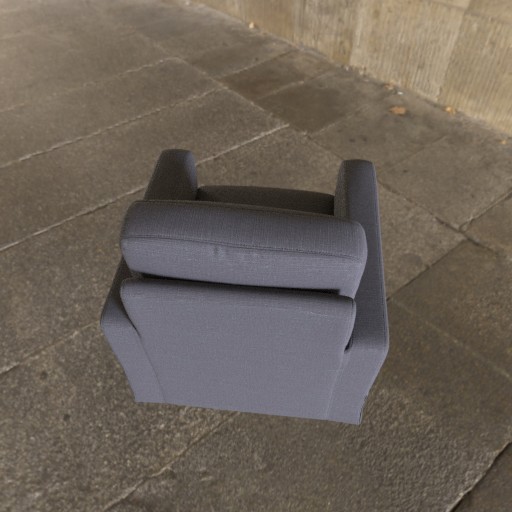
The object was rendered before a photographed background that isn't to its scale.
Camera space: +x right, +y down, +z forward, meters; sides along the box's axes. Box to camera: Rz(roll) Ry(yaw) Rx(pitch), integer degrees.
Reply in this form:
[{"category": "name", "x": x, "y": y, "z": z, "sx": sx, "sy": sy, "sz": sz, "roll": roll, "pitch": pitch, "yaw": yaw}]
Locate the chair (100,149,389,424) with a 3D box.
[{"category": "chair", "x": 0.000, "y": 0.000, "z": 1.492, "sx": 0.798, "sy": 0.855, "sz": 0.863, "roll": 4, "pitch": 46, "yaw": 4}]
